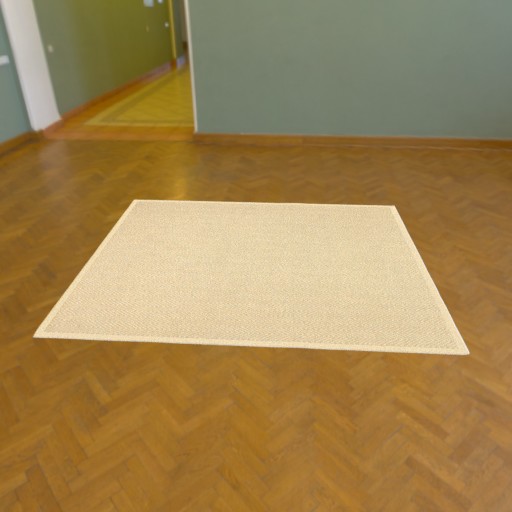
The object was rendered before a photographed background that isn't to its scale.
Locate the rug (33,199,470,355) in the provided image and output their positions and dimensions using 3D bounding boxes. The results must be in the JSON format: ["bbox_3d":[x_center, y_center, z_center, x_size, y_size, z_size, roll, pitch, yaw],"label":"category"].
[{"bbox_3d":[0.000,0.000,4.068,3.009,0.019,2.423,2,31,3],"label":"rug"}]
